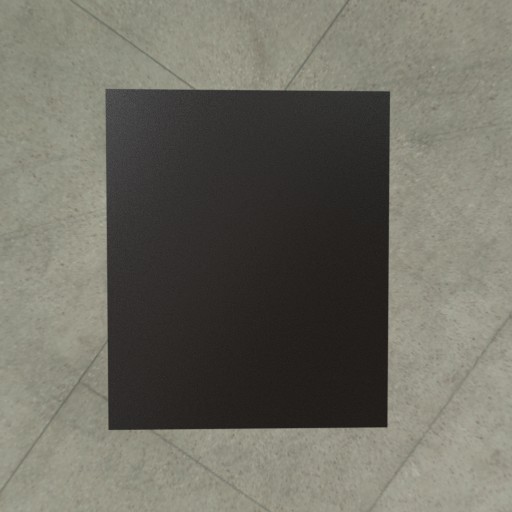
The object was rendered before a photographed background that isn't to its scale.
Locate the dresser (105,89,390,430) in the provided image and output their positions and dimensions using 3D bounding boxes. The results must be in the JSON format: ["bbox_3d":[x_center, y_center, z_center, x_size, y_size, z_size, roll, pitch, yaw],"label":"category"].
[{"bbox_3d":[0.000,0.000,0.758,0.360,0.470,0.400,0,91,-1],"label":"dresser"}]
